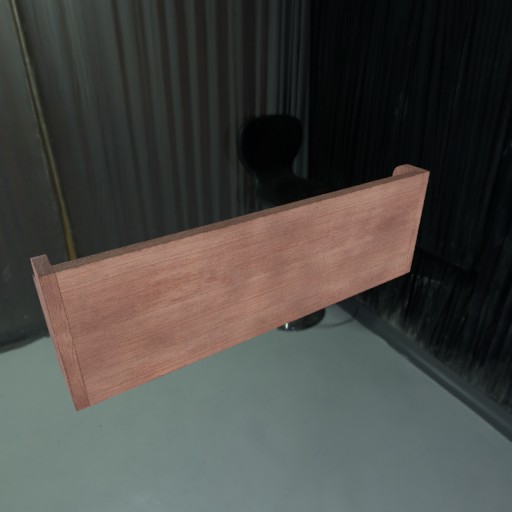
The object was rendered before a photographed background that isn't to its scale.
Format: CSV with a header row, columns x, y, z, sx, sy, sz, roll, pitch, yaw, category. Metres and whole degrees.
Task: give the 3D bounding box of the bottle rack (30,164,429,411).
x,y,z,sx,sy,sz,roll,pitch,yaw,category
0.000,0.000,0.689,0.608,0.196,0.126,-18,34,-28,bottle rack
